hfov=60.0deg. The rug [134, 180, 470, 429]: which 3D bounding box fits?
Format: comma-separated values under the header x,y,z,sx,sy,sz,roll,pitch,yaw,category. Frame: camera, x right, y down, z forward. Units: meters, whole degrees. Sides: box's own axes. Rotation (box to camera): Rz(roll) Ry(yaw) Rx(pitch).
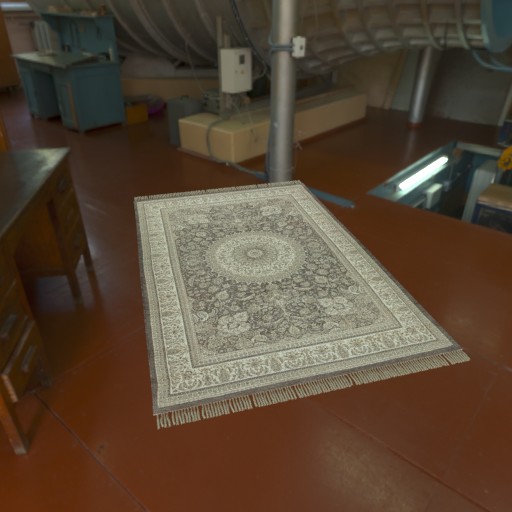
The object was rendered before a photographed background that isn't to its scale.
x,y,z,sx,sy,sz,roll,pitch,yaw,category
0.000,0.000,4.192,2.143,0.015,3.422,-8,32,-13,rug
